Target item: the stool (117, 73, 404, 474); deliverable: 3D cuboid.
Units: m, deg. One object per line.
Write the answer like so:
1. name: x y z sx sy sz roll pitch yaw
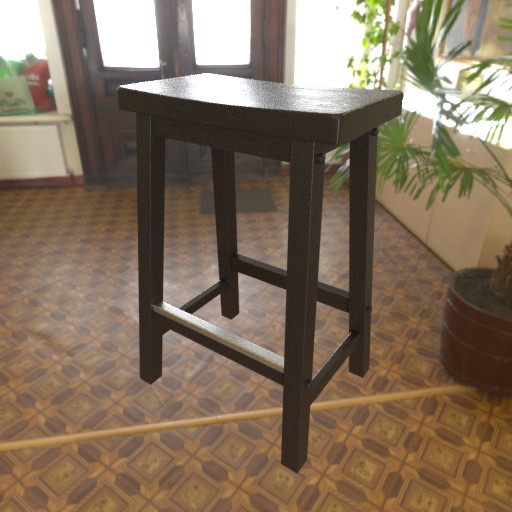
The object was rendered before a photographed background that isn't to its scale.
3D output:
1. stool: 0.000 0.000 0.854 0.406 0.610 0.322 19 34 30
